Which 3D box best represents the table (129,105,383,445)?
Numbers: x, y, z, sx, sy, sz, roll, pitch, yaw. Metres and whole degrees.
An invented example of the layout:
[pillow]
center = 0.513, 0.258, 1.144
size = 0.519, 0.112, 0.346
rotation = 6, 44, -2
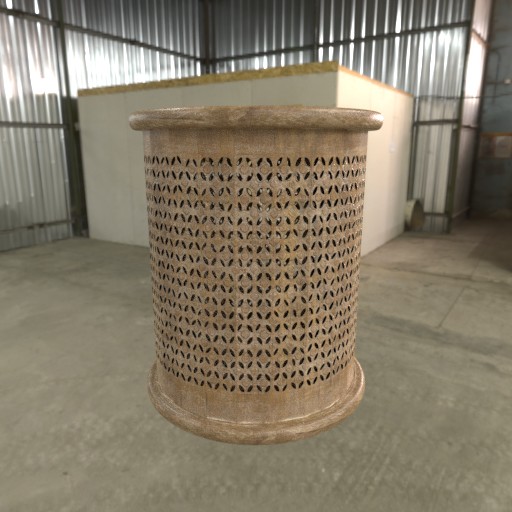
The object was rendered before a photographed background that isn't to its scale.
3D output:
[table]
center = 0.000, 0.000, 0.792
size = 0.407, 0.482, 0.407
rotation = 0, 15, 0
